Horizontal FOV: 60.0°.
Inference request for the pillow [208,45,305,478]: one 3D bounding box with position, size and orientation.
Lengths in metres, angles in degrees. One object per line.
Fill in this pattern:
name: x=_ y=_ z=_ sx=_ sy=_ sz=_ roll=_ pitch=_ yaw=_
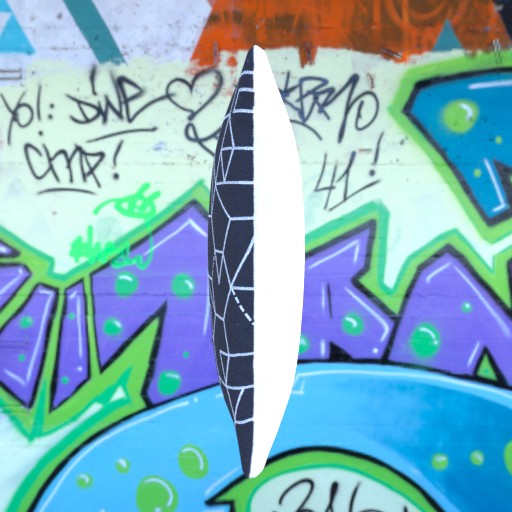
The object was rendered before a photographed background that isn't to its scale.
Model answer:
pillow: x=0.000 y=0.000 z=0.768 sx=0.158 sy=0.508 sz=0.517 roll=0 pitch=3 yaw=0
